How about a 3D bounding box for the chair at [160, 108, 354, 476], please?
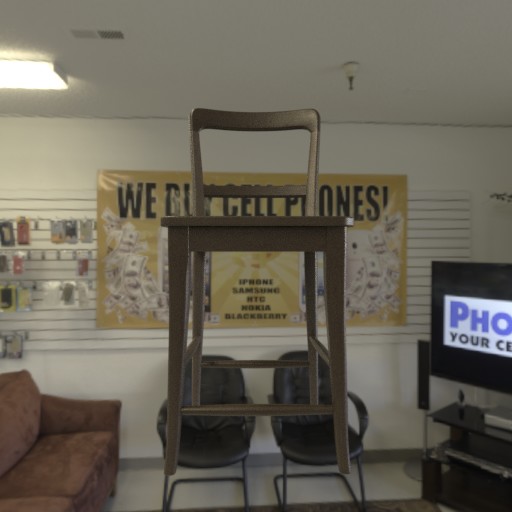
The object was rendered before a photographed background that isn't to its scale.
[{"bbox_3d":[0.000,0.000,1.267,0.450,0.991,0.546,0,1,-1],"label":"chair"}]
